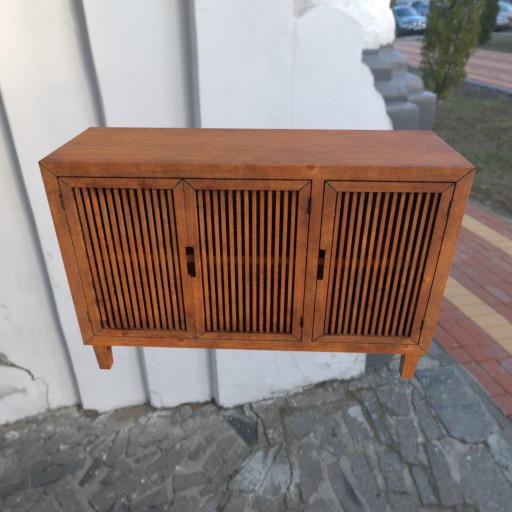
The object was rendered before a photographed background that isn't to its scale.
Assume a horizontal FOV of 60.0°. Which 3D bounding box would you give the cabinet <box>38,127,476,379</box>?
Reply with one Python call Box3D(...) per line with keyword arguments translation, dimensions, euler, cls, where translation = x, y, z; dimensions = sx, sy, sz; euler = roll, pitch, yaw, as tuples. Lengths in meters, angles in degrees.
Box3D(translation=(0.000, 0.000, 1.588), dimensions=(1.204, 0.805, 0.403), euler=(1, 30, 2), cls="cabinet")
